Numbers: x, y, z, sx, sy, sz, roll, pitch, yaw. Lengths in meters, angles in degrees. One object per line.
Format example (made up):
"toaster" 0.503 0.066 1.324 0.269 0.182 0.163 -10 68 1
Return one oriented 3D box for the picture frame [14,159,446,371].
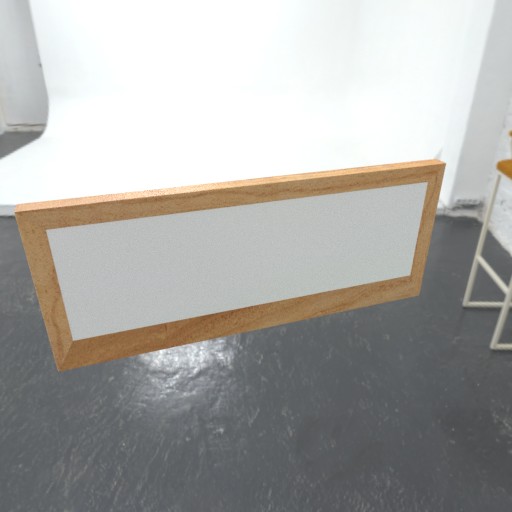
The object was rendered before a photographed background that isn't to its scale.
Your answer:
"picture frame" 0.000 0.000 0.648 0.582 0.234 0.045 -9 29 -17
